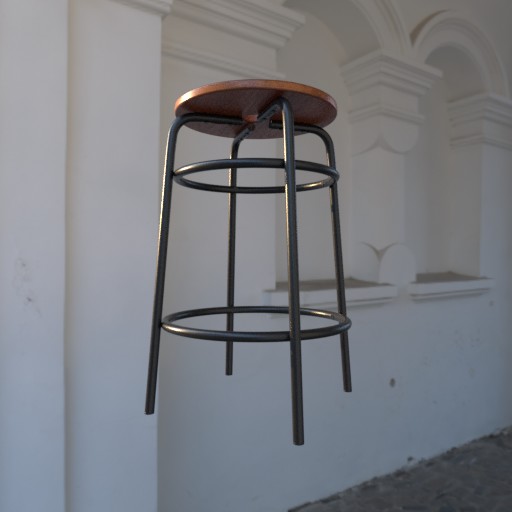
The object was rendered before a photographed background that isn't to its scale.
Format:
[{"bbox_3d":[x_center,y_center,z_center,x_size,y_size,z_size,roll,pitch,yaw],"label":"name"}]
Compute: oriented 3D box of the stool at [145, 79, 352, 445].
[{"bbox_3d":[0.000,0.000,0.929,0.455,0.610,0.455,0,0,-19],"label":"stool"}]
